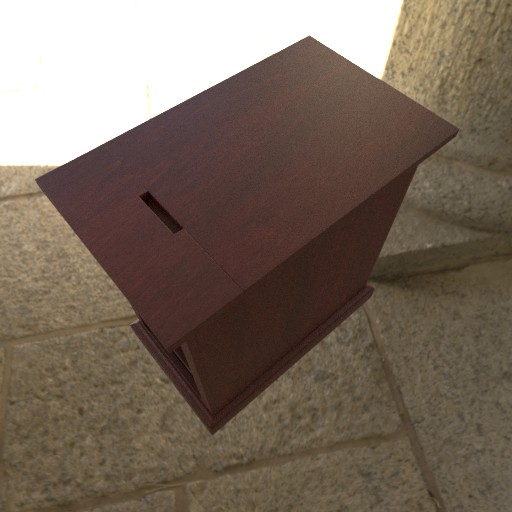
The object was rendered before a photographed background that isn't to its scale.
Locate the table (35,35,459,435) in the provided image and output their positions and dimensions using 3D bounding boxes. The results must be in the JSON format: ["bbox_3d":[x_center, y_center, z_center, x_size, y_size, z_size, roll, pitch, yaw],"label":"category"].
[{"bbox_3d":[0.000,0.000,0.963,0.584,0.612,0.356,-36,64,-20],"label":"table"}]
